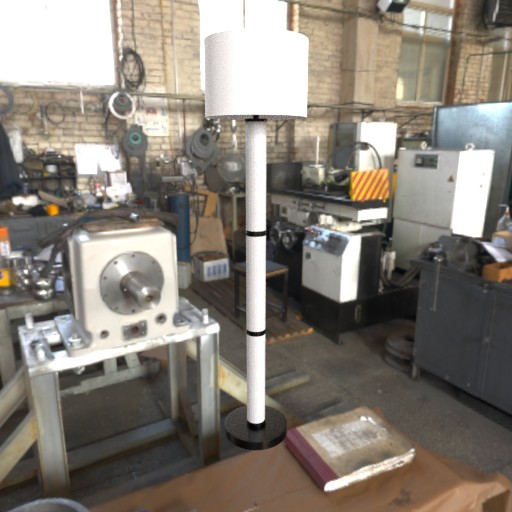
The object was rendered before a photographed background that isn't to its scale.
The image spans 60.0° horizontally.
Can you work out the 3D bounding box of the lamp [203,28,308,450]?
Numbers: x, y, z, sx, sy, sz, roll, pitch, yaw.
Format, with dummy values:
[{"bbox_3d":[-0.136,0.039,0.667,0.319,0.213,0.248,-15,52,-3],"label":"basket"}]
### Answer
[{"bbox_3d":[0.000,0.000,1.784,0.377,1.599,0.377,7,16,26],"label":"lamp"}]
